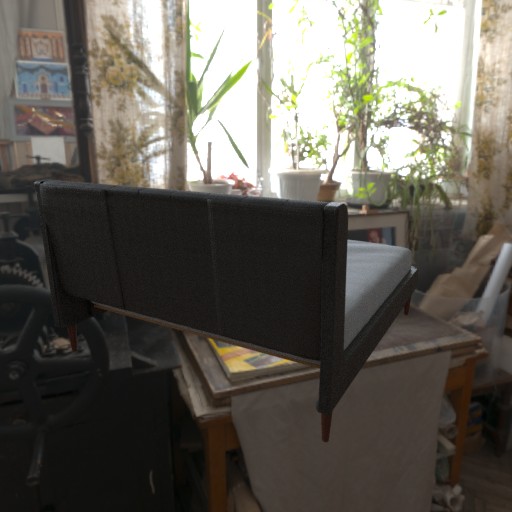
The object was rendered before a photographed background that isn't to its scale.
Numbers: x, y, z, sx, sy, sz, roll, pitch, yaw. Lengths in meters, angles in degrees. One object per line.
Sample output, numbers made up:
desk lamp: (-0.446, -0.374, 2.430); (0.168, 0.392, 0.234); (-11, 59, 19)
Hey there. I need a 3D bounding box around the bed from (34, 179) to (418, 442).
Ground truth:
bed: (0.000, 0.000, 3.166); (1.903, 1.158, 2.031); (9, 18, 29)
